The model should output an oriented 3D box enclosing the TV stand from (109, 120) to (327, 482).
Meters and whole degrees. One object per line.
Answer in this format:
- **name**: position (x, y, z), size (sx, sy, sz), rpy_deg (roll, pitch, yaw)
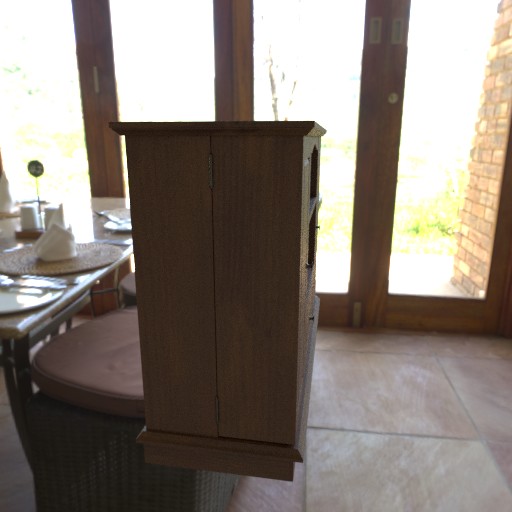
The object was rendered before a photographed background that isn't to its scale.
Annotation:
- **TV stand**: position (0.000, 0.000, 1.457), size (0.406, 0.813, 1.067), rpy_deg (3, 15, 10)
